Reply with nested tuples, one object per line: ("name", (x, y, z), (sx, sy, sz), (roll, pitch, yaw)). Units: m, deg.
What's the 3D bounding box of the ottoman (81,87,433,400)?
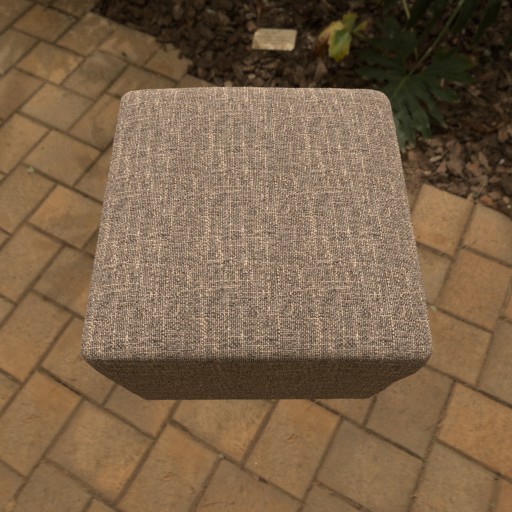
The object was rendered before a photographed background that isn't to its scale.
("ottoman", (0.000, 0.000, 0.897), (0.512, 0.453, 0.521), (0, 65, 0))
